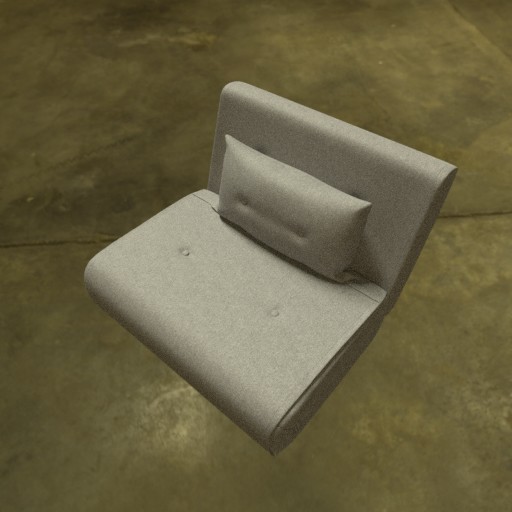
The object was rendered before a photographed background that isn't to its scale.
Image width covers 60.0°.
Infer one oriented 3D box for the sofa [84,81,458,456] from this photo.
[{"bbox_3d":[0.000,0.000,1.748,1.020,0.825,1.000,32,54,26],"label":"sofa"}]
